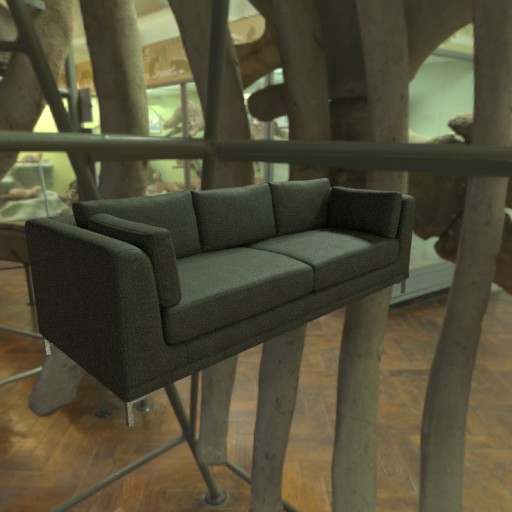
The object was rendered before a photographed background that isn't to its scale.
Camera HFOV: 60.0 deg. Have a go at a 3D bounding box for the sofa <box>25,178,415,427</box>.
[{"bbox_3d":[0.000,0.000,2.853,2.415,0.867,0.969,-14,20,-43],"label":"sofa"}]
